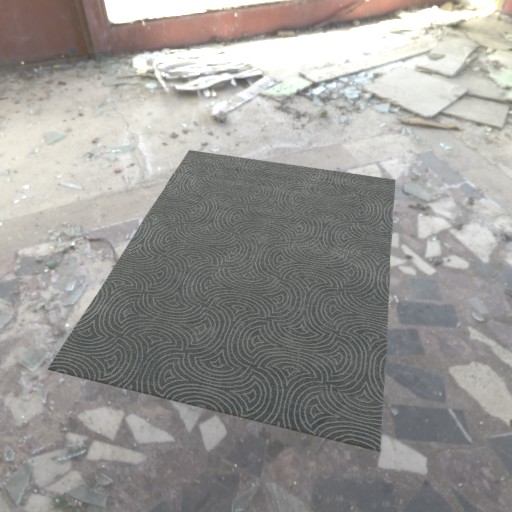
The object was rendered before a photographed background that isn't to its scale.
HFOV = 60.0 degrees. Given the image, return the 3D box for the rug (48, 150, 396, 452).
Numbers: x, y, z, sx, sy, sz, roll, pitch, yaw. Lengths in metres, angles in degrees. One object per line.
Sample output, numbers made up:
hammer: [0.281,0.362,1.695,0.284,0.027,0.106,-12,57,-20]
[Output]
rug: [0.000,0.000,4.120,2.456,0.021,3.042,10,47,10]
